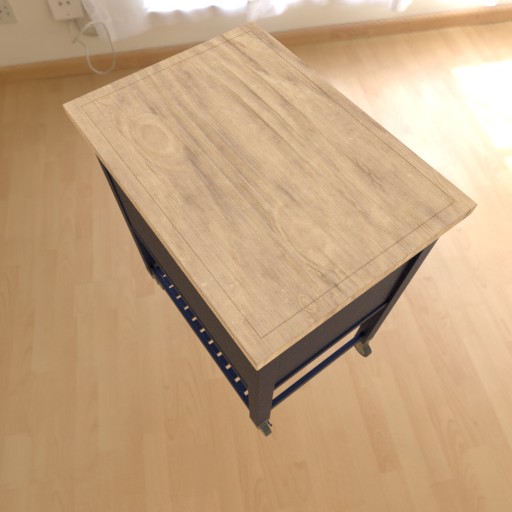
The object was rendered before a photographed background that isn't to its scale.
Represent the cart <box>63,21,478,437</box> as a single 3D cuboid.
[{"bbox_3d":[0.000,0.000,1.384,0.567,0.920,0.797,-32,65,-17],"label":"cart"}]
